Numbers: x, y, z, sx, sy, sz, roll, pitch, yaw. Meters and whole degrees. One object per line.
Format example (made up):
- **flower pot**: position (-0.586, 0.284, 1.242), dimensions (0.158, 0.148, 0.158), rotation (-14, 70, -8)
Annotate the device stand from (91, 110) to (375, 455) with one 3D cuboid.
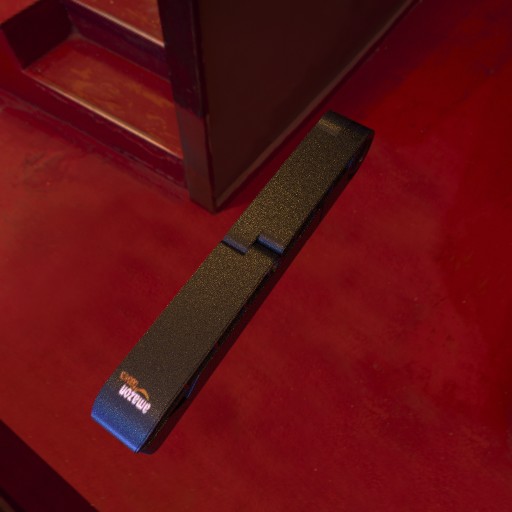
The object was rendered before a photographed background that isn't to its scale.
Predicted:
- **device stand**: position (0.000, 0.000, 0.195), dimensions (0.026, 0.030, 0.179), rotation (31, 67, 15)
